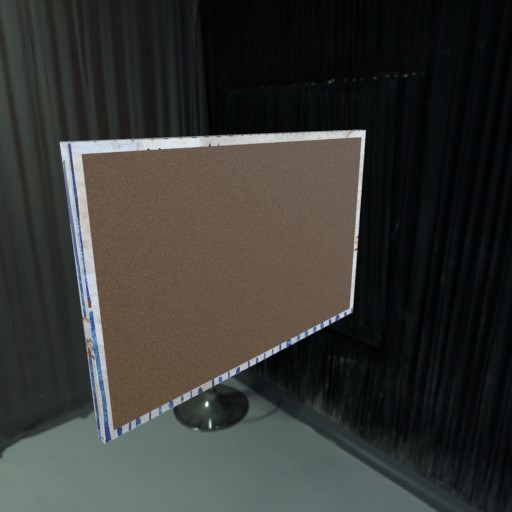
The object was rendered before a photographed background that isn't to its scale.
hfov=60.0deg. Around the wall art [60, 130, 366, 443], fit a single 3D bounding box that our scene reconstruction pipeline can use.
[{"bbox_3d":[0.000,0.000,1.149,0.919,0.609,0.030,-17,24,-42],"label":"wall art"}]
